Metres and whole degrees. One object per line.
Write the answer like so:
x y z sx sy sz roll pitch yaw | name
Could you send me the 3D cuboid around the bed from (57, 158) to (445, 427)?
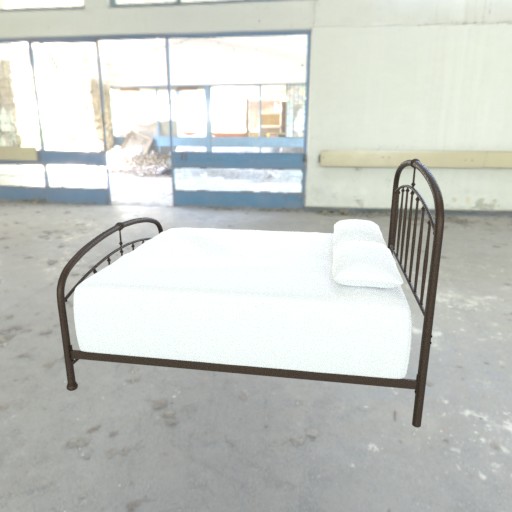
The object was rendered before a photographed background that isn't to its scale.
0.000 0.000 3.263 2.180 1.425 1.711 3 16 9 | bed
